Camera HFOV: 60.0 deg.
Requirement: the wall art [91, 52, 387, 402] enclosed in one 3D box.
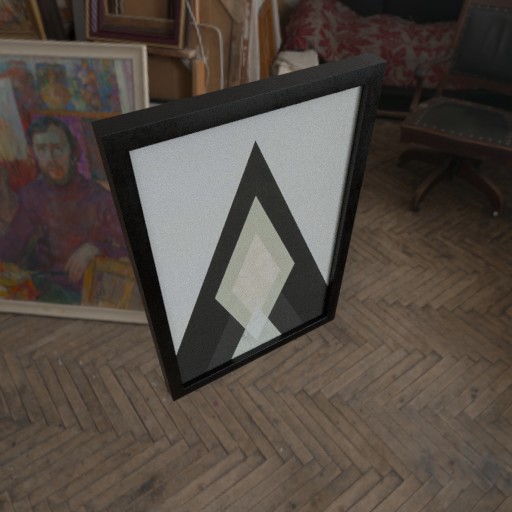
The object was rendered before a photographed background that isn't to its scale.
[{"bbox_3d":[0.000,0.000,0.591,0.313,0.457,0.031,-23,49,-21],"label":"wall art"}]
